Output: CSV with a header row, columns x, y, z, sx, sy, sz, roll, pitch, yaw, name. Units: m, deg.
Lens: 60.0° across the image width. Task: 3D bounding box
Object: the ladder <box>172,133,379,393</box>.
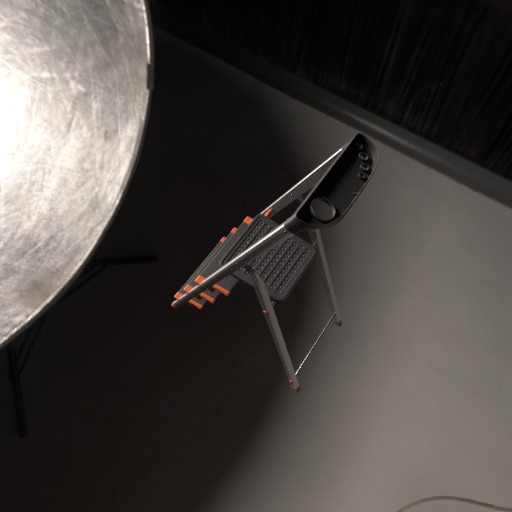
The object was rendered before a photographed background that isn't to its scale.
x,y,z,sx,sy,sz,roll,pitch,yaw,name
0.000,0.000,1.797,0.834,1.429,0.452,32,68,15,ladder
